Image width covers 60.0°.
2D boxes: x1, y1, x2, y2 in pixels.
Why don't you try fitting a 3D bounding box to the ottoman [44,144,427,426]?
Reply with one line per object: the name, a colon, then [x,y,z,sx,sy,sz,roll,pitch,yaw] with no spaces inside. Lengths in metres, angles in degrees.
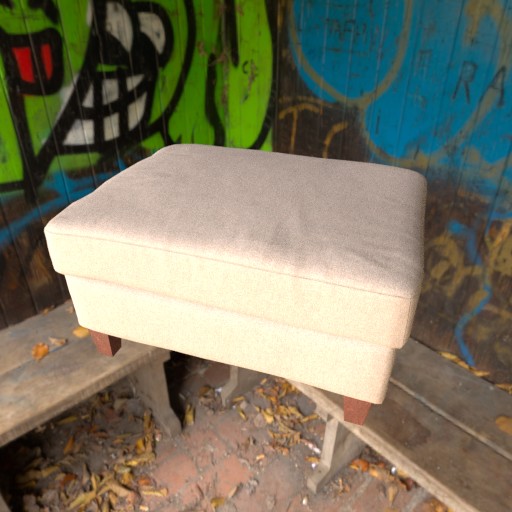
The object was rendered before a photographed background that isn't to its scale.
ottoman: [0.000,0.000,1.331,0.902,0.511,0.692,10,33,16]
